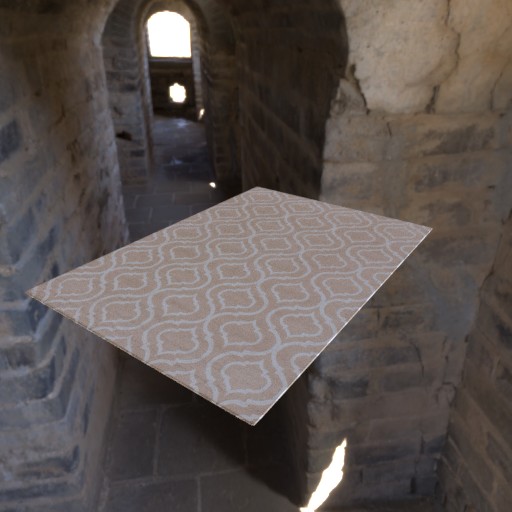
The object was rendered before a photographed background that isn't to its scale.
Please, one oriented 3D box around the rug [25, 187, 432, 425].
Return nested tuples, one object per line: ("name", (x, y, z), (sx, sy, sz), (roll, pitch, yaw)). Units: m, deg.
("rug", (0.000, 0.000, 2.746), (1.524, 0.010, 2.134), (19, 33, 31))
